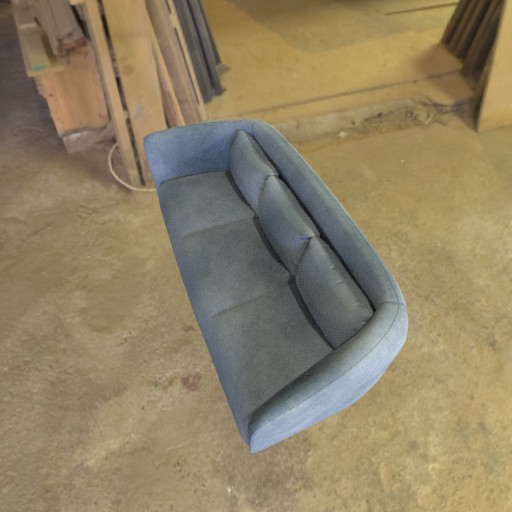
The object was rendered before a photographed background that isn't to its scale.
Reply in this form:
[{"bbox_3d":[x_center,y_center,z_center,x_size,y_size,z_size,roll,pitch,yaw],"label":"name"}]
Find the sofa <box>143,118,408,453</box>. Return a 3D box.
[{"bbox_3d":[0.000,0.000,2.527,0.849,0.795,2.095,-15,48,-14],"label":"sofa"}]
